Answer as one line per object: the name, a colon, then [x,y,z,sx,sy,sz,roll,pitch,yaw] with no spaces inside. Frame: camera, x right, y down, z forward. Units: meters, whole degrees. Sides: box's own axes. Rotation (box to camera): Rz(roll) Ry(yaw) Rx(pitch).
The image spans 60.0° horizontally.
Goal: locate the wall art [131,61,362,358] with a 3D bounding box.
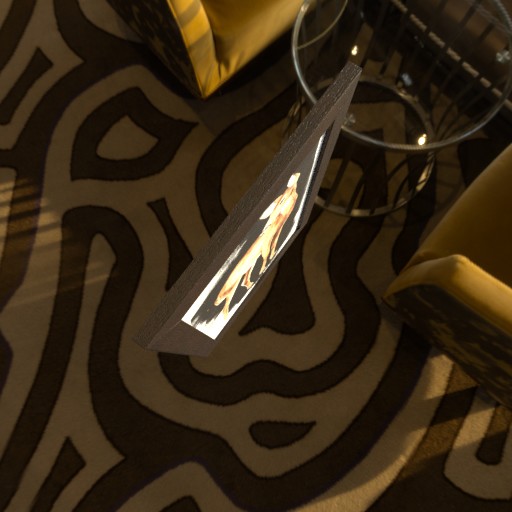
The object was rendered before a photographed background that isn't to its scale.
wall art: [0.000,0.000,0.683,0.017,0.513,0.359,35,79,8]
